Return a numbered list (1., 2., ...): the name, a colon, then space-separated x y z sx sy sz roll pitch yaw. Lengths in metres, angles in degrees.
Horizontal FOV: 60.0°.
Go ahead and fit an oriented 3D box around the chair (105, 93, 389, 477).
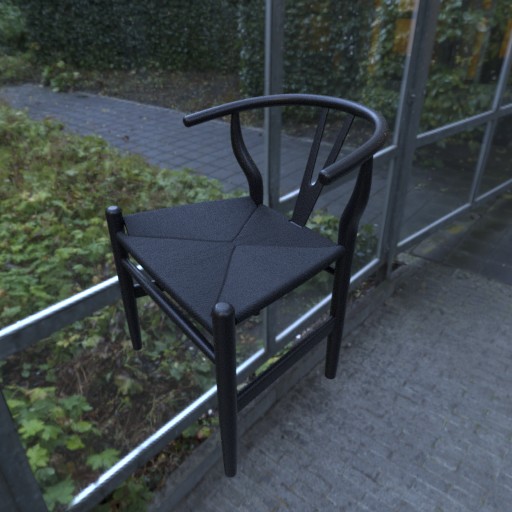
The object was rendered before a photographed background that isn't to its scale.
1. chair: 0.000 0.000 1.166 0.579 0.730 0.569 -21 36 -31
